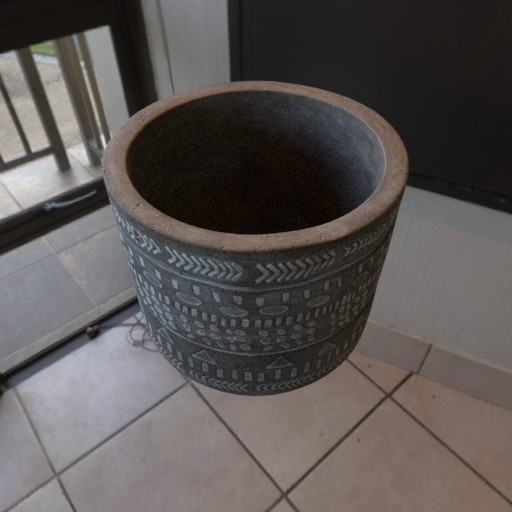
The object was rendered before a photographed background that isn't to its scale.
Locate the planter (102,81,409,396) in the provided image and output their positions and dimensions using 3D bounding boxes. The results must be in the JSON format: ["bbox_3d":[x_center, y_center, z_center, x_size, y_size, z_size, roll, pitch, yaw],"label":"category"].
[{"bbox_3d":[0.000,0.000,0.261,0.142,0.149,0.142,0,46,0],"label":"planter"}]
